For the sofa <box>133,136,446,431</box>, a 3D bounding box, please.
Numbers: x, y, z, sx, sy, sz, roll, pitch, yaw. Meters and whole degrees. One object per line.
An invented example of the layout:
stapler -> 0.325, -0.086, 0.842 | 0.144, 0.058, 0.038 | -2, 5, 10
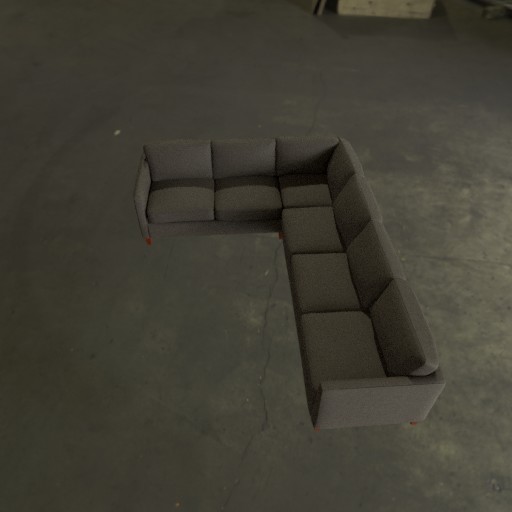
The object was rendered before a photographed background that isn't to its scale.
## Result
sofa -> 0.000, 0.000, 4.410 | 2.593, 0.947, 3.302 | -2, 45, -3
